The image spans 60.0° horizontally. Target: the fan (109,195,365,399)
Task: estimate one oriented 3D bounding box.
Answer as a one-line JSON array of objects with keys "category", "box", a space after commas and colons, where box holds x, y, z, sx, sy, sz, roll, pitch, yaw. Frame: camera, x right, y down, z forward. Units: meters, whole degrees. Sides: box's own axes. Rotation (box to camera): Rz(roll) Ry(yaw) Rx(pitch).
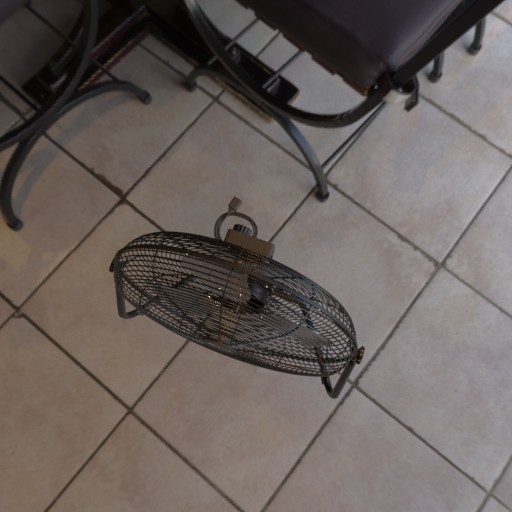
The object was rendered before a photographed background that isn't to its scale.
[{"category": "fan", "box": [0.000, 0.000, 0.919, 0.555, 0.546, 0.424, 20, 76, 5]}]
